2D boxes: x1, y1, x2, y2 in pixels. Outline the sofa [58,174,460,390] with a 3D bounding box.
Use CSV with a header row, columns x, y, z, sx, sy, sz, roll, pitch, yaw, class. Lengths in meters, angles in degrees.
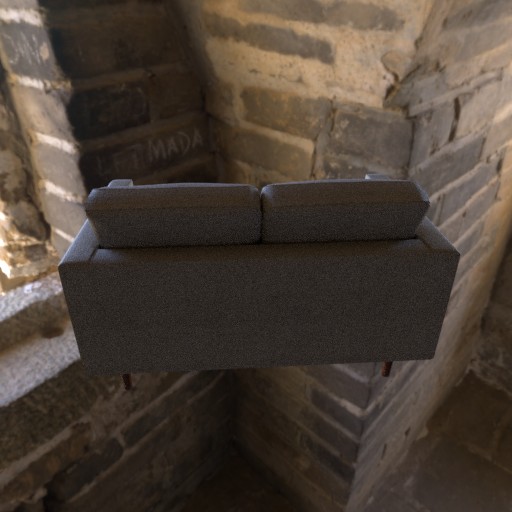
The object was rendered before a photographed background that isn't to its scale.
x,y,z,sx,sy,sz,roll,pitch,yaw,class
0.000,0.000,2.208,1.527,0.973,0.969,-2,30,-3,sofa
